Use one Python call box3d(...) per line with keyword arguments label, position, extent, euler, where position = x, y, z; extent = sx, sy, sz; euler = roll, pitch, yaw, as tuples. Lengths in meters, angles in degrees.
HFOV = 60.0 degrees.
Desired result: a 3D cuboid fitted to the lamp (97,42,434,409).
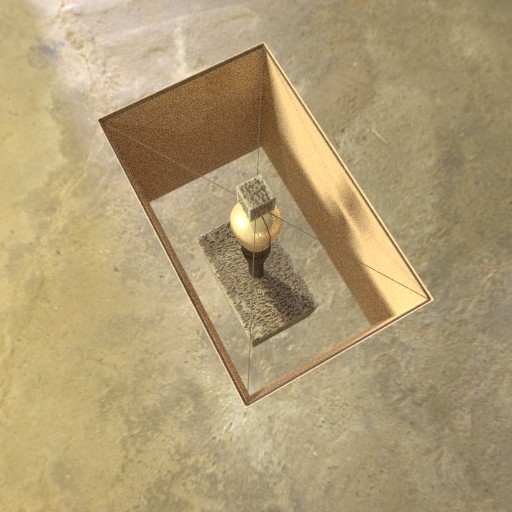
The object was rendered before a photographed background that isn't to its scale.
box3d(label="lamp", position=(0.000, 0.000, 0.564), extent=(0.180, 0.411, 0.294), euler=(-28, 77, -7))
